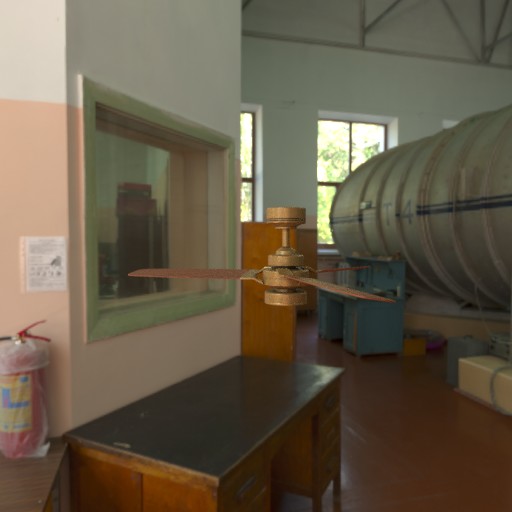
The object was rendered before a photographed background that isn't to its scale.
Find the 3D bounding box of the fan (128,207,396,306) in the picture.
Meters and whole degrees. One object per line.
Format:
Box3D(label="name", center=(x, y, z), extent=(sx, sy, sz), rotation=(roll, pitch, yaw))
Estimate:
Box3D(label="fan", center=(0.000, 0.000, 2.040), extent=(1.271, 0.425, 1.416), rotation=(1, 2, 19))
